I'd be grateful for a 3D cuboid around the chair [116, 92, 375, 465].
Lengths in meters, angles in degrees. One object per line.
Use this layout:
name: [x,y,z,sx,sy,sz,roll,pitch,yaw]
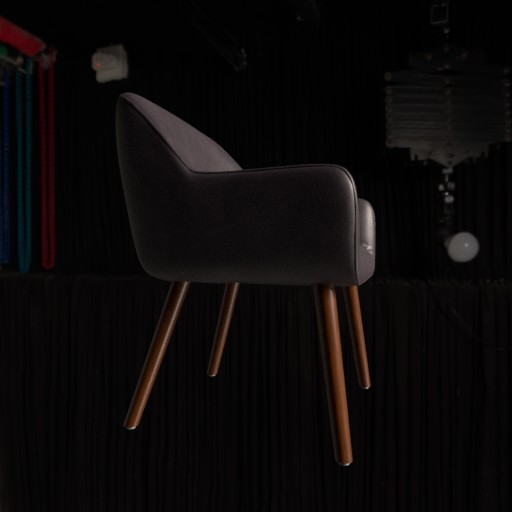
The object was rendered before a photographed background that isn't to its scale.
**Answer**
chair: [0.000,0.000,1.223,0.610,0.828,0.610,0,0,18]
